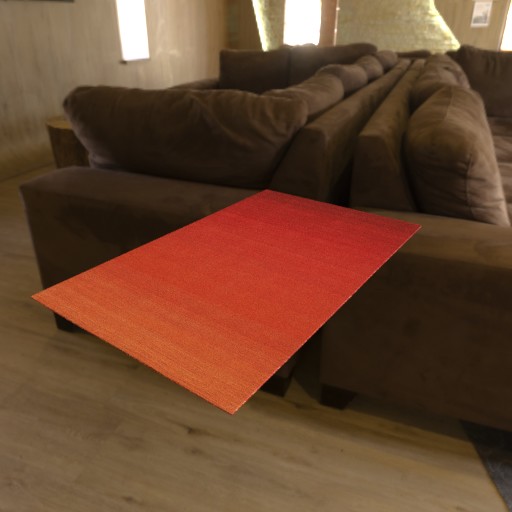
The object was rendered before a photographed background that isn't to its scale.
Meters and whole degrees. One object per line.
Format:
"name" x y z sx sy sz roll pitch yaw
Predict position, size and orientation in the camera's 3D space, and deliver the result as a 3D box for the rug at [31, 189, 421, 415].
"rug" 0.000 0.000 3.096 1.531 0.010 2.442 18 32 32
